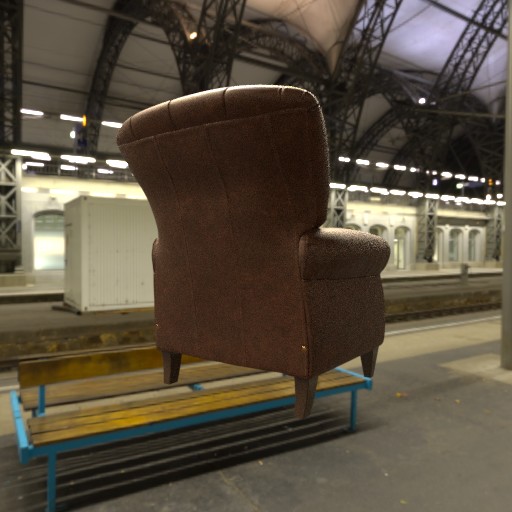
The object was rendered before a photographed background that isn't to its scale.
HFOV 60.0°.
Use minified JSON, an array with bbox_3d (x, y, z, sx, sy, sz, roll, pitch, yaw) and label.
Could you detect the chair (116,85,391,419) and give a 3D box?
[{"bbox_3d":[0.000,0.000,1.971,0.979,1.162,1.031,1,1,36],"label":"chair"}]
